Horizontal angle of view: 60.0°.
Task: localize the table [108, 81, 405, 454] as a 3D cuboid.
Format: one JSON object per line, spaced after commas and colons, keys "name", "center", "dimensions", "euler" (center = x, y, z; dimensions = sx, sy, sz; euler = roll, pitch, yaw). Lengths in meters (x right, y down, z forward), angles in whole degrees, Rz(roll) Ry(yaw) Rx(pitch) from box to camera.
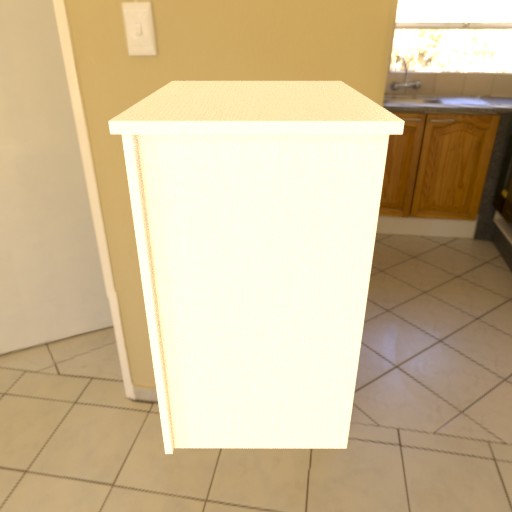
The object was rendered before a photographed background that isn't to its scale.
{"name": "table", "center": [0.000, 0.000, 0.925], "dimensions": [0.381, 0.635, 0.480], "euler": [0, 27, 0]}
